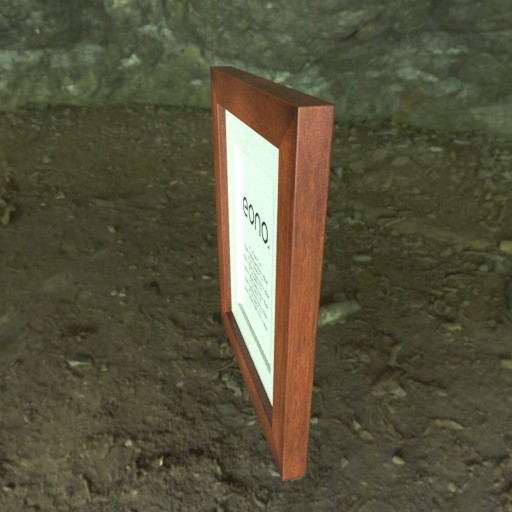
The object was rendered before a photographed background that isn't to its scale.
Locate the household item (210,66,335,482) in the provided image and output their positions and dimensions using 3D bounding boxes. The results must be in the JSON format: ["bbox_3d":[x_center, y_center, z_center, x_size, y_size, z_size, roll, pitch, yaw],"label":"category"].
[{"bbox_3d":[0.000,0.000,0.336,0.020,0.250,0.200,-8,29,-14],"label":"household item"}]
